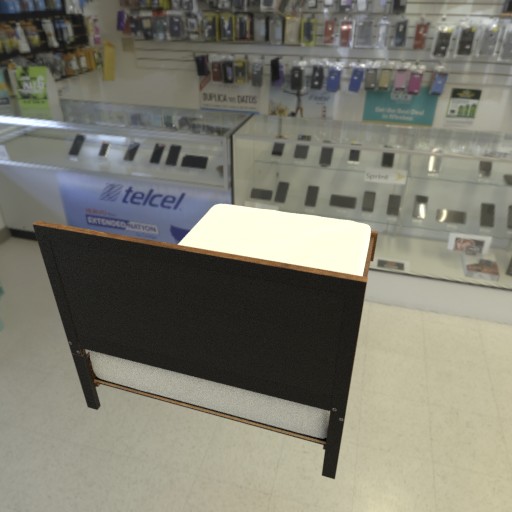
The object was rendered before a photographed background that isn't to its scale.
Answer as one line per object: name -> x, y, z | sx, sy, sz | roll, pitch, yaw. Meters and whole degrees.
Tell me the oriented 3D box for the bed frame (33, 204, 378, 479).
bed frame -> 0.000, 0.000, 3.357 | 1.696, 1.417, 2.276 | 10, 33, 15
